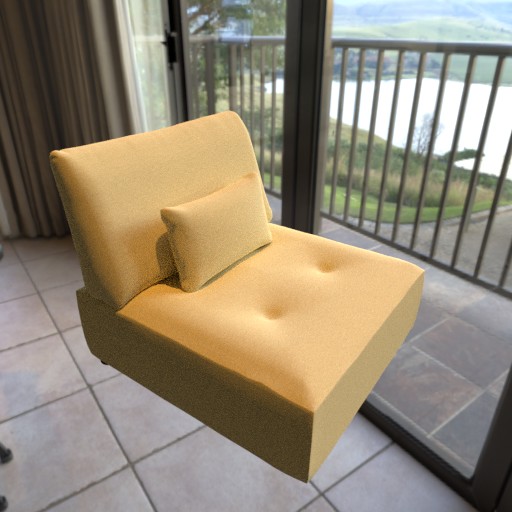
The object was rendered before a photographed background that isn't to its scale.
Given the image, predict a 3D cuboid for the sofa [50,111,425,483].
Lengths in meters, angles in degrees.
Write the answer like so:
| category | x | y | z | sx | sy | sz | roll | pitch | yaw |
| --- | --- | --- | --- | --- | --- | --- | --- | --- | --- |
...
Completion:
| category | x | y | z | sx | sy | sz | roll | pitch | yaw |
| --- | --- | --- | --- | --- | --- | --- | --- | --- | --- |
| sofa | 0.000 | 0.000 | 1.626 | 1.000 | 0.820 | 0.930 | 18 | 33 | 31 |
